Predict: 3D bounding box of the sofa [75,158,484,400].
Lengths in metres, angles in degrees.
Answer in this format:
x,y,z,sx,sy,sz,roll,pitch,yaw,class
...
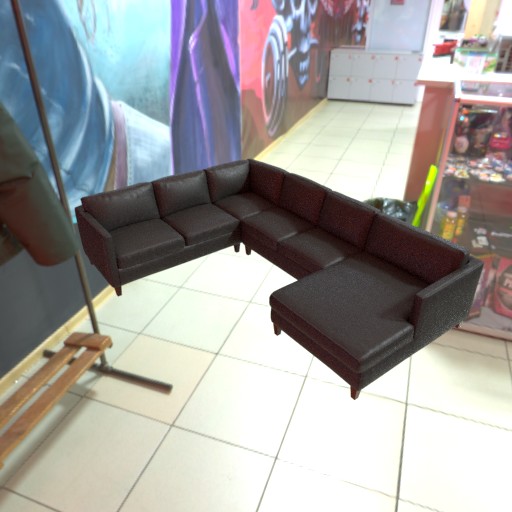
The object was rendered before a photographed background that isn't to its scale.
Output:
x,y,z,sx,sy,sz,roll,pitch,yaw,class
0.000,0.000,4.593,2.593,0.923,3.460,-21,37,-31,sofa
